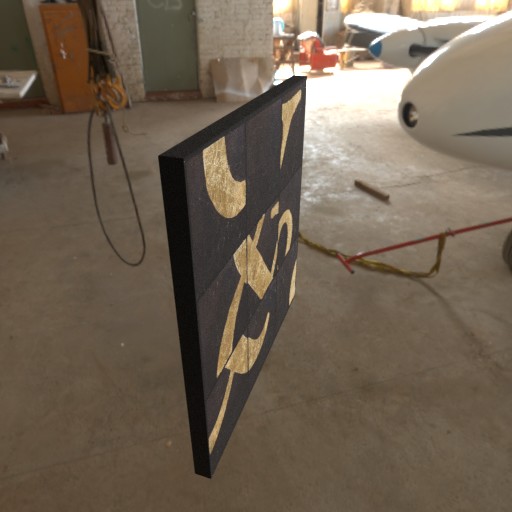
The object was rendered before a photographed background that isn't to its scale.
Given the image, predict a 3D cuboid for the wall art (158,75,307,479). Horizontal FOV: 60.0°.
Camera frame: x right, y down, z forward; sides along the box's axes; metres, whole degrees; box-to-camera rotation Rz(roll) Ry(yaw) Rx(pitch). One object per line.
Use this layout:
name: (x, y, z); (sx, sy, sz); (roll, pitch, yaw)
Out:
wall art: (0.000, 0.000, 1.138); (0.044, 0.758, 0.758); (10, 32, 16)
